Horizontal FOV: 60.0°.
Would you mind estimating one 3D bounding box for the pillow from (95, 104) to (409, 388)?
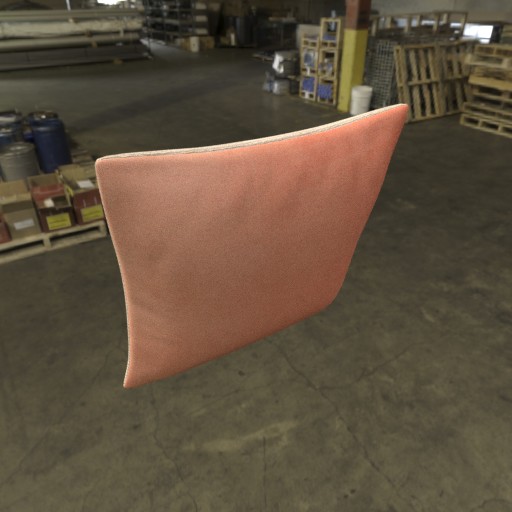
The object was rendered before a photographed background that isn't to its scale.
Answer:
[{"bbox_3d":[0.000,0.000,0.646,0.424,0.401,0.177,-19,36,-28],"label":"pillow"}]
